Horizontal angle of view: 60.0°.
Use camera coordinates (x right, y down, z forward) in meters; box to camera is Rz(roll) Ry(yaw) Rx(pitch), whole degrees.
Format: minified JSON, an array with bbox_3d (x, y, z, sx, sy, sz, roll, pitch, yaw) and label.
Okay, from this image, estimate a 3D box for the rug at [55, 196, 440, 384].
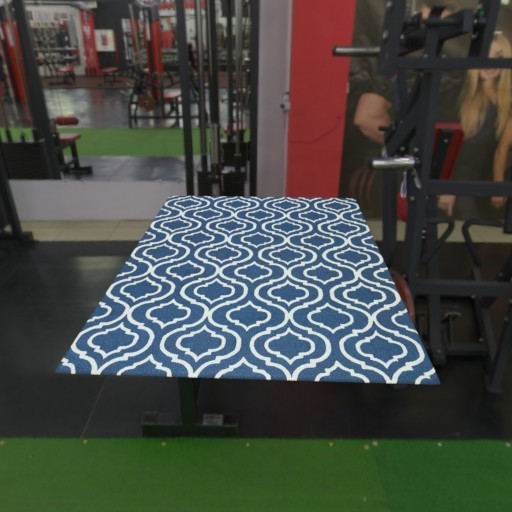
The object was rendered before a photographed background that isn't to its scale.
[{"bbox_3d":[0.000,0.000,2.694,1.524,0.010,2.134,1,27,2],"label":"rug"}]
